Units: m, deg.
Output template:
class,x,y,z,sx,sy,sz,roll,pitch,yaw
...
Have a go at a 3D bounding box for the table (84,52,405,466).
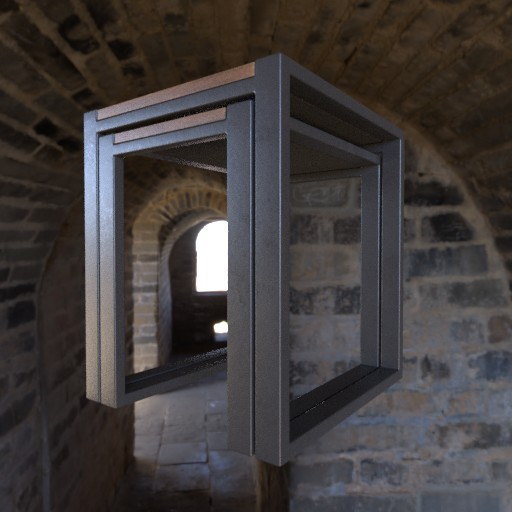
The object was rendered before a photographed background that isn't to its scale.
class,x,y,z,sx,sy,sz,roll,pitch,yaw
table,0.000,0.000,0.918,0.449,0.550,0.500,1,2,36
